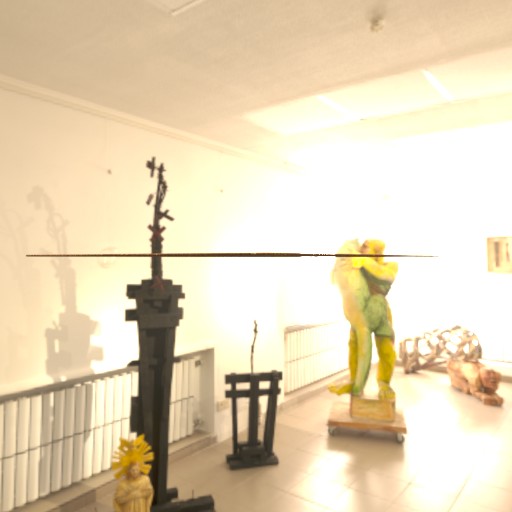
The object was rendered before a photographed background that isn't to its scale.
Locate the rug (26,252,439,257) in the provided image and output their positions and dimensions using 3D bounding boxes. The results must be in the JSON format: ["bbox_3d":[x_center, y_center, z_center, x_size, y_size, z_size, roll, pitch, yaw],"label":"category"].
[{"bbox_3d":[0.000,0.000,4.110,2.441,0.015,3.050,0,0,37],"label":"rug"}]
